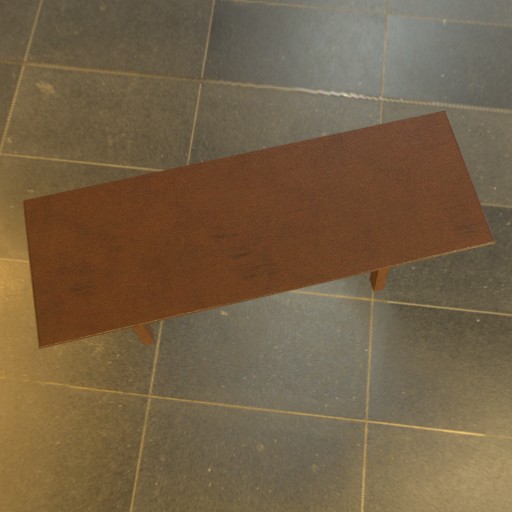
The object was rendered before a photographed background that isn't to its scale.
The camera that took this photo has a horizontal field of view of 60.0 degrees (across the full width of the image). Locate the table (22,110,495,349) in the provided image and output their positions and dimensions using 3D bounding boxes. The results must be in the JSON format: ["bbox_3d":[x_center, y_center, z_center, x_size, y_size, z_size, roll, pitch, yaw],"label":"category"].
[{"bbox_3d":[0.000,0.000,1.538,1.197,0.763,0.399,-13,76,-3],"label":"table"}]
